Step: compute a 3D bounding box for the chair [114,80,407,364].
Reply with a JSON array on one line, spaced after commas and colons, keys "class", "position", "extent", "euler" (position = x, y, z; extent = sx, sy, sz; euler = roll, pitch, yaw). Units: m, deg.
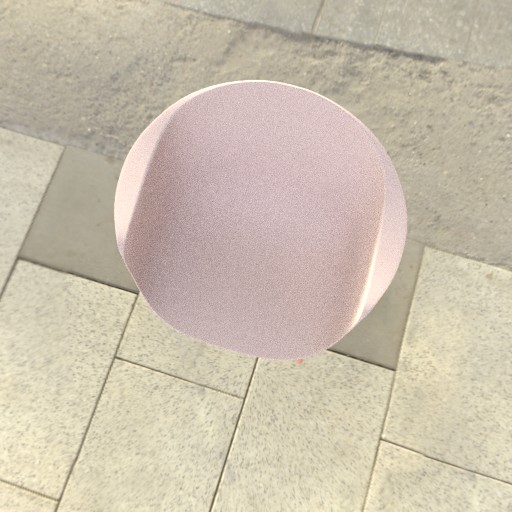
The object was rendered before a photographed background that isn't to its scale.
[{"class": "chair", "position": [0.000, 0.000, 1.169], "extent": [0.593, 0.781, 0.504], "euler": [15, 77, 4]}]
